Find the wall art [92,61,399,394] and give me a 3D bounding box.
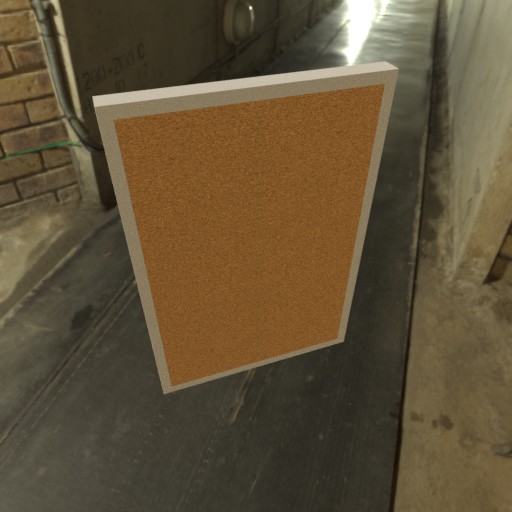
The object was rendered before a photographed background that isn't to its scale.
[{"bbox_3d":[0.000,0.000,0.849,0.450,0.657,0.038,-13,42,-14],"label":"wall art"}]
